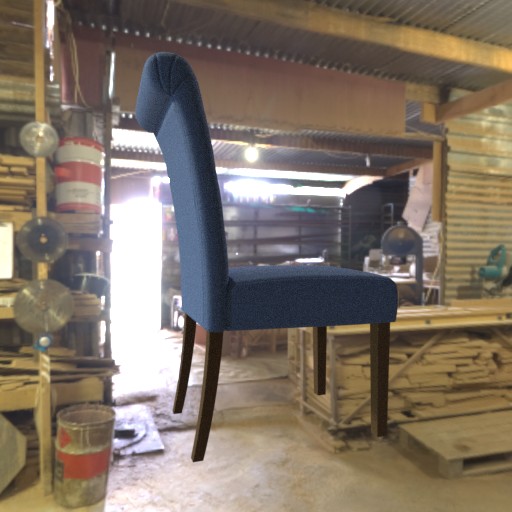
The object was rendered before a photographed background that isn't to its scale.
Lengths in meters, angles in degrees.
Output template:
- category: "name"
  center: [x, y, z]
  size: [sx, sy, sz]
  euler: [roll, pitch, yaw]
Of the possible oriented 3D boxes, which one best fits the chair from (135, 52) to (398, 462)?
- category: "chair"
  center: [0.000, 0.000, 1.322]
  size: [0.671, 1.006, 0.456]
  euler: [0, 1, -19]
